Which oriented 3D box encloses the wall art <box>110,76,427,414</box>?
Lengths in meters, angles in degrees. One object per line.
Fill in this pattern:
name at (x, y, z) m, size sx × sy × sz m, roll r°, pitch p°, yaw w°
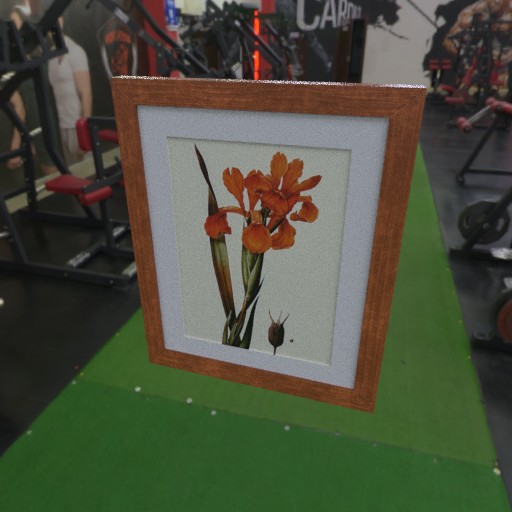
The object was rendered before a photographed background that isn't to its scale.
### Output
wall art at (0.000, 0.000, 0.769) m, size 0.467 × 0.567 × 0.033 m, roll 8°, pitch 28°, yaw 16°
